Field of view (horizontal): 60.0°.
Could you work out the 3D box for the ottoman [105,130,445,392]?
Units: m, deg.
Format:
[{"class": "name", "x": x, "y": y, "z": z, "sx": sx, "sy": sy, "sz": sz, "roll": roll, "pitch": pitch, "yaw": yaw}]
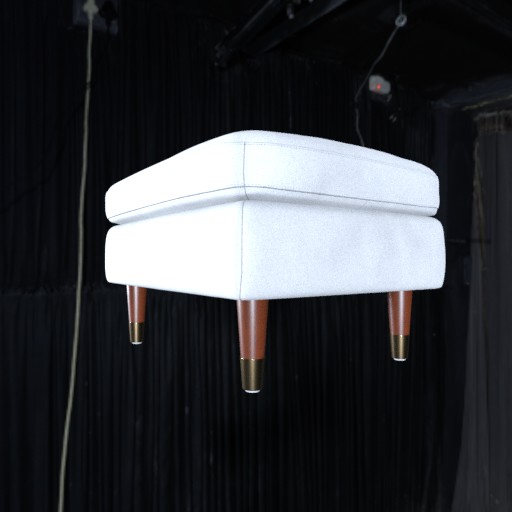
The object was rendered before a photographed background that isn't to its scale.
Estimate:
[{"class": "ottoman", "x": 0.000, "y": 0.000, "z": 1.131, "sx": 0.593, "sy": 0.478, "sz": 0.747, "roll": 0, "pitch": -1, "yaw": -36}]
